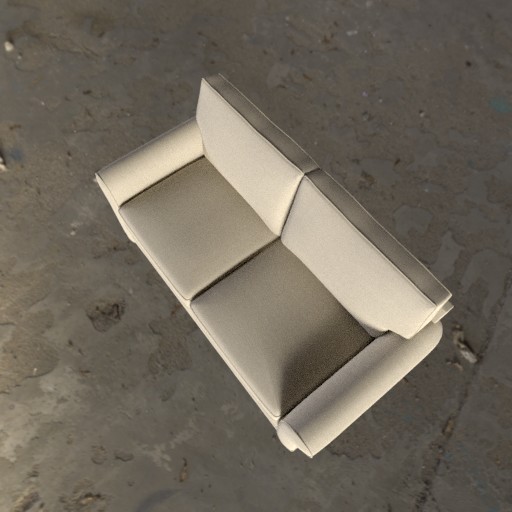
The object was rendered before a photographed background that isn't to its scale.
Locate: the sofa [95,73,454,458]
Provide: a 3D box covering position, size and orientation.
[{"bbox_3d":[0.000,0.000,2.271,0.861,0.933,1.774,-35,68,-16],"label":"sofa"}]
